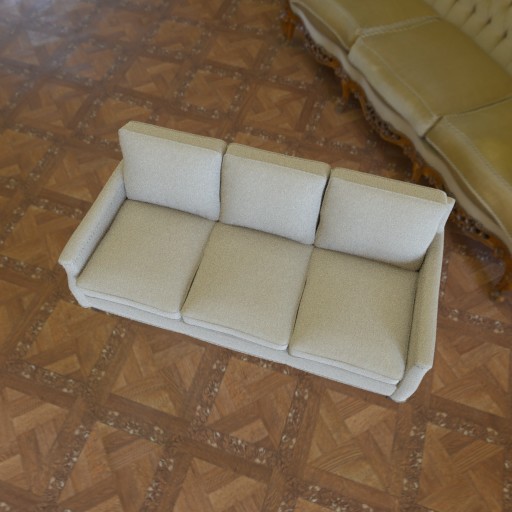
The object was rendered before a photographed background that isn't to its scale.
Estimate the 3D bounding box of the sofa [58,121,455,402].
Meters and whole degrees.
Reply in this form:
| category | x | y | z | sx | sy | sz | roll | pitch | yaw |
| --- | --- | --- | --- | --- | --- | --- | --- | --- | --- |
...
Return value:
| category | x | y | z | sx | sy | sz | roll | pitch | yaw |
| --- | --- | --- | --- | --- | --- | --- | --- | --- | --- |
| sofa | 0.000 | 0.000 | 2.843 | 2.246 | 1.003 | 1.084 | 15 | 60 | 9 |
